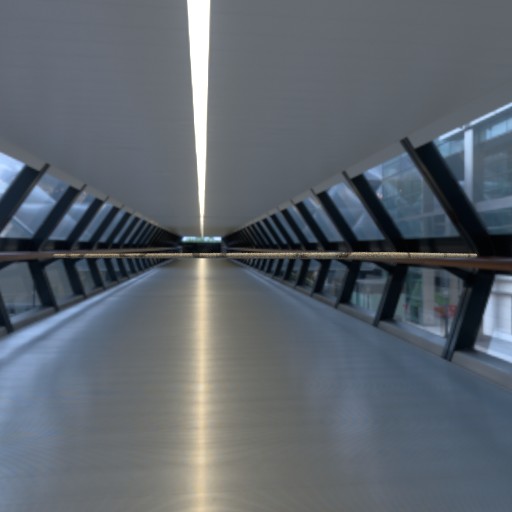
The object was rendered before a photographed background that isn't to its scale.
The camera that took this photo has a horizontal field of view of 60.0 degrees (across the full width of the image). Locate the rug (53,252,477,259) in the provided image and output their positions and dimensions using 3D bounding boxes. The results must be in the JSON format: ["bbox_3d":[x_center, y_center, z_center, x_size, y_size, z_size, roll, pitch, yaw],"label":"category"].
[{"bbox_3d":[0.000,0.000,2.894,2.348,0.024,1.501,0,0,37],"label":"rug"}]
